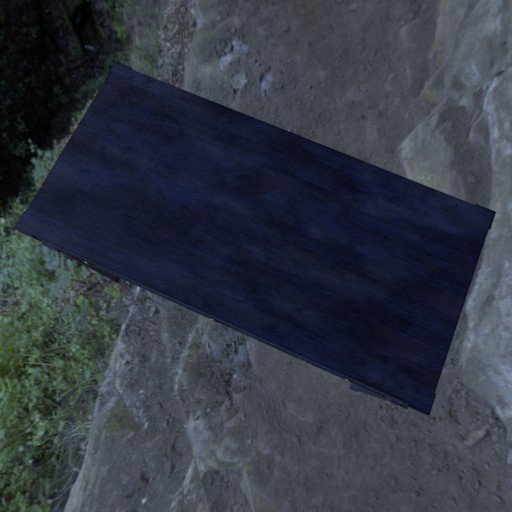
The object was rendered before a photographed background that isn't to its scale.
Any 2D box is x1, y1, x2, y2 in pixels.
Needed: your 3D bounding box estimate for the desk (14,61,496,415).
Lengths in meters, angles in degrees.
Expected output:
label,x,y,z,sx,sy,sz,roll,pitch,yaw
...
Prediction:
label,x,y,z,sx,sy,sz,roll,pitch,yaw
desk,0.000,0.000,1.732,1.289,0.861,0.630,23,77,6
